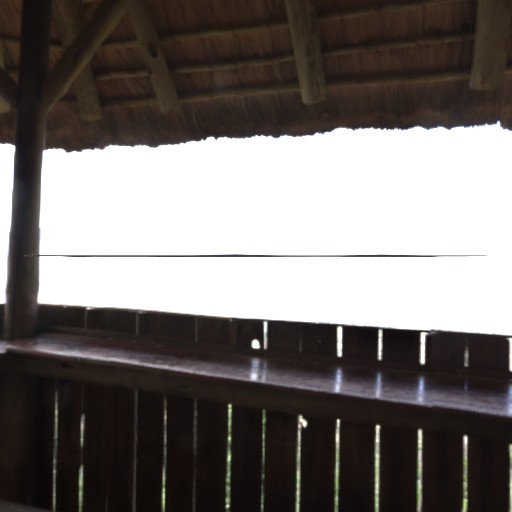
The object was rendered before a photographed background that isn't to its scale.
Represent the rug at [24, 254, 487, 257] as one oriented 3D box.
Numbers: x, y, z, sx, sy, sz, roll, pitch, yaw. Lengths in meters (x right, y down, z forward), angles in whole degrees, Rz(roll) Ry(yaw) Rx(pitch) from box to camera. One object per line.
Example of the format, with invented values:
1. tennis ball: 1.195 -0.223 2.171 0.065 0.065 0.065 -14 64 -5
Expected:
1. rug: 0.000 0.000 2.712 2.439 0.013 0.762 0 -1 -1
